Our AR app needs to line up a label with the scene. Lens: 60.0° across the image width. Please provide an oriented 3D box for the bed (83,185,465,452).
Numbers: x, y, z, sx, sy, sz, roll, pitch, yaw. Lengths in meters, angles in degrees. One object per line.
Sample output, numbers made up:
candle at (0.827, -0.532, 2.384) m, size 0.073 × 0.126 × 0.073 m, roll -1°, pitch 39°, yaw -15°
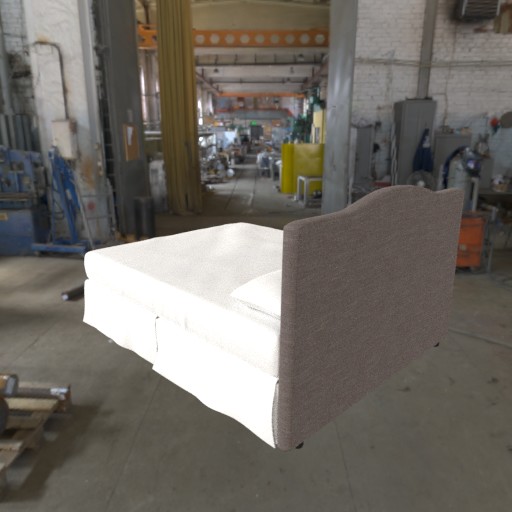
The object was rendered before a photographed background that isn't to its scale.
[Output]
bed at (0.000, 0.000, 3.932) m, size 2.161 × 1.457 × 2.689 m, roll -15°, pitch 22°, yaw -42°
